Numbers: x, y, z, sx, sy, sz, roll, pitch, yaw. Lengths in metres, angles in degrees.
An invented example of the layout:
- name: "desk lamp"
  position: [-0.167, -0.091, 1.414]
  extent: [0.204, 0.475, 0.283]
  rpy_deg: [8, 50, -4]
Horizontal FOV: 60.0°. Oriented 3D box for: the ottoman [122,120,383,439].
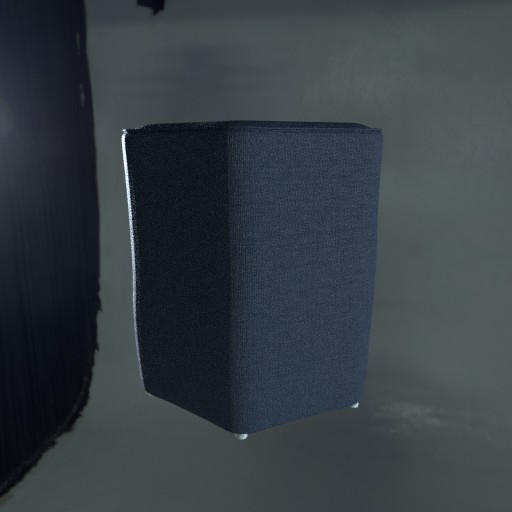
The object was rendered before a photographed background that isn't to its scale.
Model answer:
- name: "ottoman"
  position: [0.000, 0.000, 0.894]
  extent: [0.454, 0.505, 0.492]
  rpy_deg: [2, 14, 10]
